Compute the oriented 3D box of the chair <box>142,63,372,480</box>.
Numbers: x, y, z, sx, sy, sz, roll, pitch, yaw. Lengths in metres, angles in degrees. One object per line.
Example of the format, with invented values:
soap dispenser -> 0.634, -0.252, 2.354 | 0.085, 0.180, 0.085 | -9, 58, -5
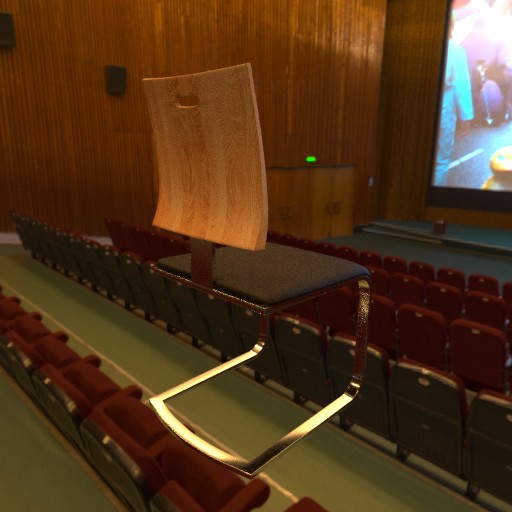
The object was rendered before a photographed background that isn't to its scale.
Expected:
chair -> 0.000, 0.000, 1.258 | 0.462, 0.936, 0.560 | 15, 21, 43
